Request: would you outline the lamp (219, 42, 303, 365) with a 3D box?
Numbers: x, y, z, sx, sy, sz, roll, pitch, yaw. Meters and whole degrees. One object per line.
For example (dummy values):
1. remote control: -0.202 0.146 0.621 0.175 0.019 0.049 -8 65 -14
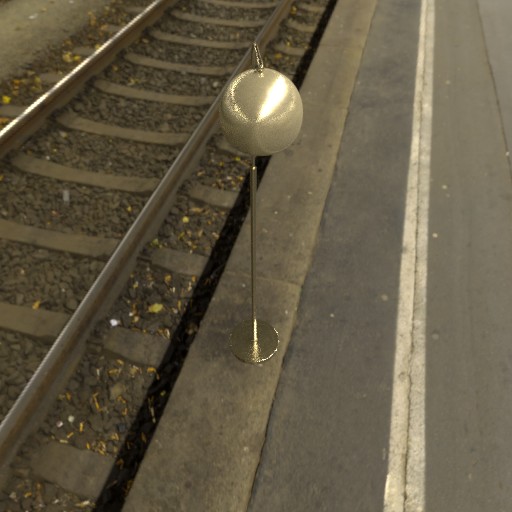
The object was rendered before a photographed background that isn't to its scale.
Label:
1. lamp: 0.000 0.000 1.636 0.250 1.526 0.431 -4 48 -4
